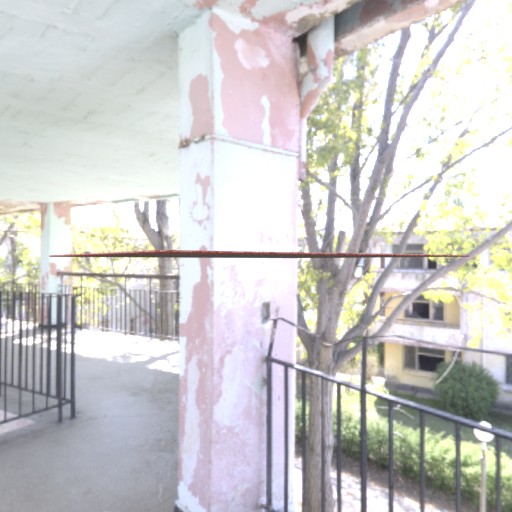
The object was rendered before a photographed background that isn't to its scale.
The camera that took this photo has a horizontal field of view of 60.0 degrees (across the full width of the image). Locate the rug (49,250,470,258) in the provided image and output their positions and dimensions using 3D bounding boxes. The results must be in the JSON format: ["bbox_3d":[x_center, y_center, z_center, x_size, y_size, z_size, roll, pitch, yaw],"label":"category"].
[{"bbox_3d":[0.000,0.000,4.108,3.050,0.016,2.441,1,-1,-37],"label":"rug"}]
